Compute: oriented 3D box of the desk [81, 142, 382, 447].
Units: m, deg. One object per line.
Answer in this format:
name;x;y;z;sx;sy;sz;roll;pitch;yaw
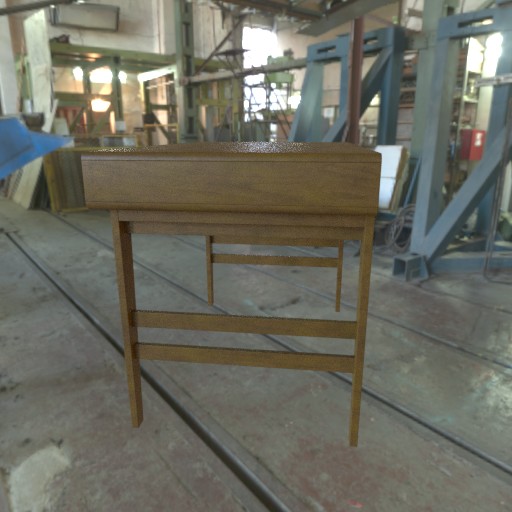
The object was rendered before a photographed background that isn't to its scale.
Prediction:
desk;0.000;0.000;1.557;0.660;0.754;1.066;2;16;7
